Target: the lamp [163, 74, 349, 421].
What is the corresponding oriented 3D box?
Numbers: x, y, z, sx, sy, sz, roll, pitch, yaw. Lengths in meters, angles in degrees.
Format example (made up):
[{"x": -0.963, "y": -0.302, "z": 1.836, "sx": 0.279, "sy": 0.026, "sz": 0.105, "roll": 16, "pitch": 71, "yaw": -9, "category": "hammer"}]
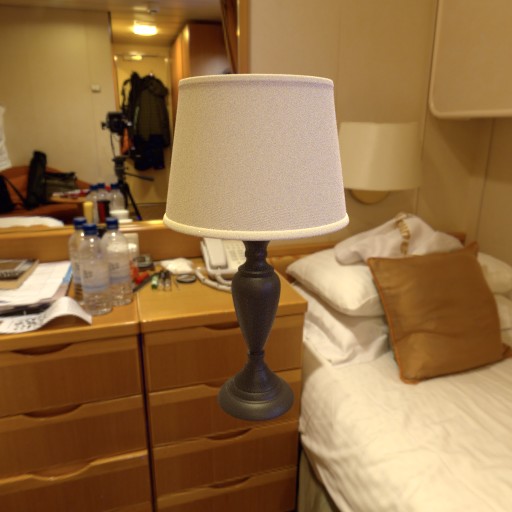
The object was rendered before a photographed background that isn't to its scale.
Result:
[{"x": 0.000, "y": 0.000, "z": 0.834, "sx": 0.335, "sy": 0.611, "sz": 0.335, "roll": 0, "pitch": 16, "yaw": 0, "category": "lamp"}]
